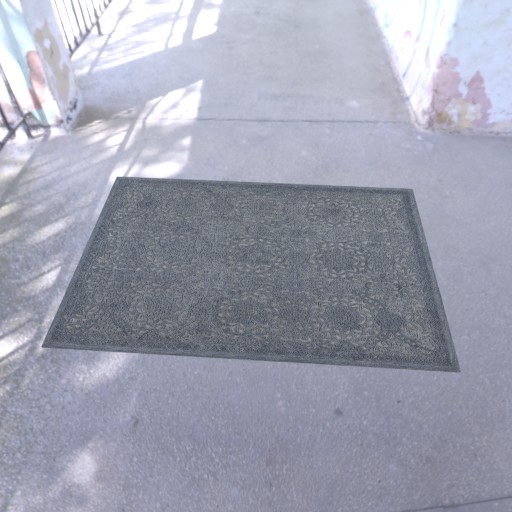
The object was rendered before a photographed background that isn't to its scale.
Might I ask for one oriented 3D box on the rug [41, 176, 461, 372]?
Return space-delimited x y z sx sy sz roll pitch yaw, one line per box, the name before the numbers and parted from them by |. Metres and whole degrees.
rug | 0.000 0.000 2.322 1.819 0.012 1.208 3 48 3
